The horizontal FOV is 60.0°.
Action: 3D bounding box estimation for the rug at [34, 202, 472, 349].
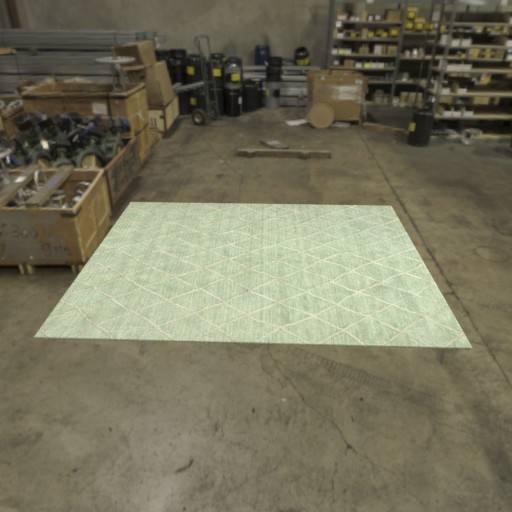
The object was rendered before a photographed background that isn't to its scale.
[{"bbox_3d":[0.000,0.000,4.114,3.039,0.019,2.420,1,30,2],"label":"rug"}]
